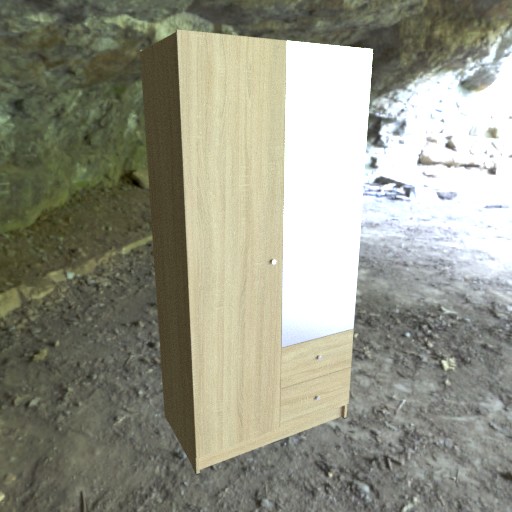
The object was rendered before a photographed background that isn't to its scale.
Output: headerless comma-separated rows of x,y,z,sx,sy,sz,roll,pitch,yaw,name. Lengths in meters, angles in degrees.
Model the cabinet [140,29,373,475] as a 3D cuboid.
0.000,0.000,2.483,1.001,2.121,0.590,-9,18,-27,cabinet
